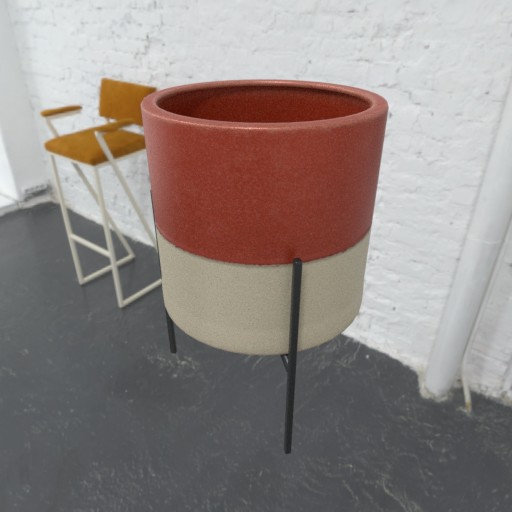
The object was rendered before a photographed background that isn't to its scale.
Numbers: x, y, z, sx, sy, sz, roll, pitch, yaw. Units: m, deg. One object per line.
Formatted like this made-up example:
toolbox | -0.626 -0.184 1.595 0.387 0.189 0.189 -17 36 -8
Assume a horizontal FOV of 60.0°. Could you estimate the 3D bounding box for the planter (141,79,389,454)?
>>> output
planter | 0.000 0.000 0.515 0.251 0.354 0.235 8 31 14
